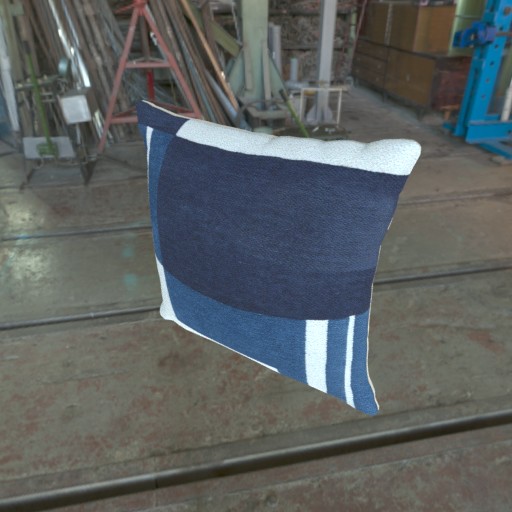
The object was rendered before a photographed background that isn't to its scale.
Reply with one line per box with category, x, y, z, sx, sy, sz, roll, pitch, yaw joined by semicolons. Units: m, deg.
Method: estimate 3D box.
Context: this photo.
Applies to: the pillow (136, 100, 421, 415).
pillow;0.000;0.000;0.808;0.536;0.506;0.229;19;36;28
